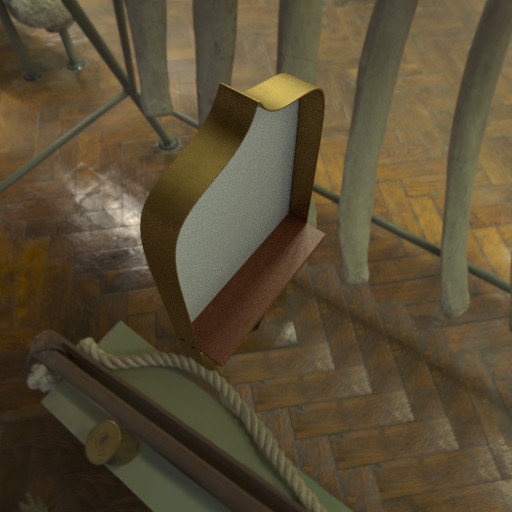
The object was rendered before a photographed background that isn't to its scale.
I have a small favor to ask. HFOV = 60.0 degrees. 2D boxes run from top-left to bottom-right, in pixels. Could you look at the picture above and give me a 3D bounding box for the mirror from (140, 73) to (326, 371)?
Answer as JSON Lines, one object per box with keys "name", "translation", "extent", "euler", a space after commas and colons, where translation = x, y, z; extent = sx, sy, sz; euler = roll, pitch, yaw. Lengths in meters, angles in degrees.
{"name": "mirror", "translation": [0.000, 0.000, 0.720], "extent": [0.096, 0.613, 0.323], "euler": [32, 64, 18]}
